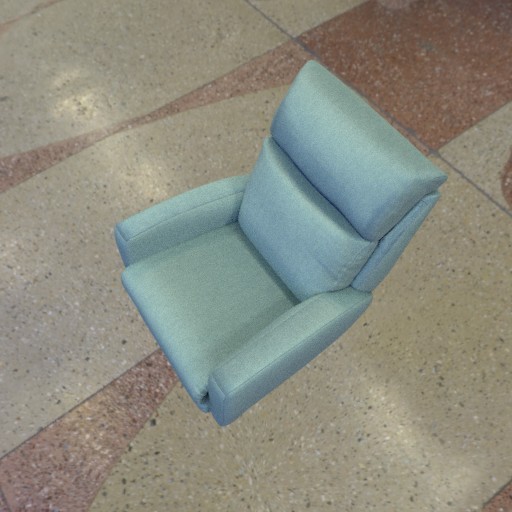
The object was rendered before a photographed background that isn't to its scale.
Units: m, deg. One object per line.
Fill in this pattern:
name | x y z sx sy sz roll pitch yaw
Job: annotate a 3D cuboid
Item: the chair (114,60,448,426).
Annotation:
chair | 0.000 0.000 1.654 0.940 1.013 0.812 -32 67 -15
